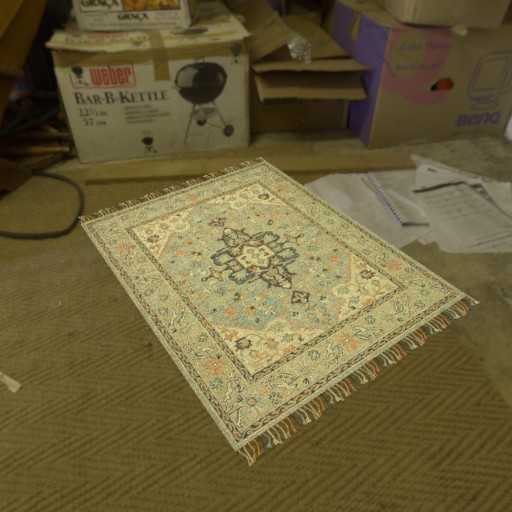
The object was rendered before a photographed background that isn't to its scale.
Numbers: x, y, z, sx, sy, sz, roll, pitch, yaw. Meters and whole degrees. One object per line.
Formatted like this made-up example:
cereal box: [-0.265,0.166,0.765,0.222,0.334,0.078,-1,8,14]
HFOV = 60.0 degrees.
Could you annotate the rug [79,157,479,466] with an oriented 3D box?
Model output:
rug: [0.000,0.000,3.474,1.971,0.010,2.651,-24,46,-26]
